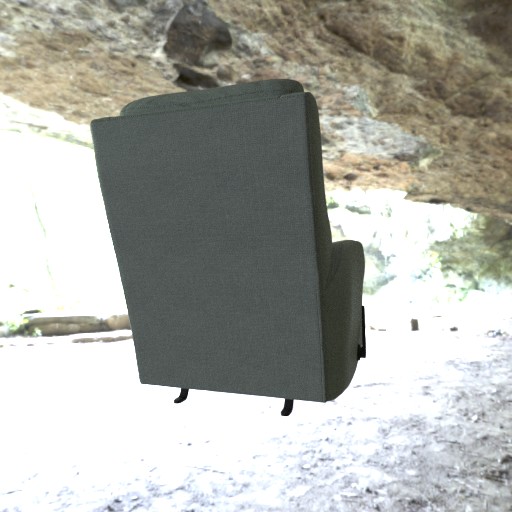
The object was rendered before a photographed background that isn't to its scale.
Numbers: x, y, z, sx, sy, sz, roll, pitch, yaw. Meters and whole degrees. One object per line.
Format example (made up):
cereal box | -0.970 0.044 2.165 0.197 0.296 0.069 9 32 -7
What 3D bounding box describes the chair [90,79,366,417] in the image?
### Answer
chair | 0.000 0.000 1.732 0.829 1.030 1.080 0 -1 19
